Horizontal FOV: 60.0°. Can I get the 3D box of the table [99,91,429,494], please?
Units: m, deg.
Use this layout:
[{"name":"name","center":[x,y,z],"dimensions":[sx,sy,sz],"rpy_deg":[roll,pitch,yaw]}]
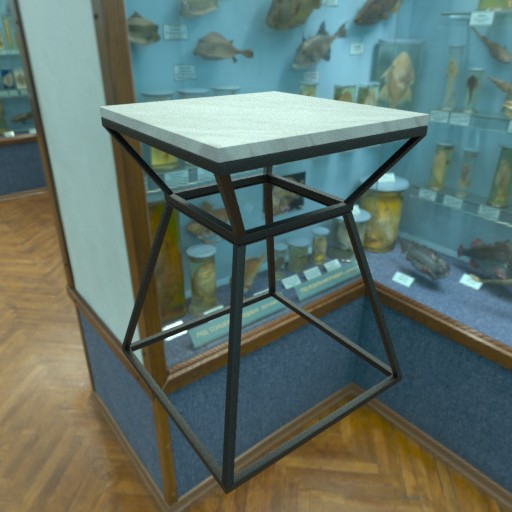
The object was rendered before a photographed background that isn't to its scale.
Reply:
[{"name":"table","center":[0.000,0.000,0.885],"dimensions":[0.455,0.559,0.455],"rpy_deg":[-18,32,-32]}]
